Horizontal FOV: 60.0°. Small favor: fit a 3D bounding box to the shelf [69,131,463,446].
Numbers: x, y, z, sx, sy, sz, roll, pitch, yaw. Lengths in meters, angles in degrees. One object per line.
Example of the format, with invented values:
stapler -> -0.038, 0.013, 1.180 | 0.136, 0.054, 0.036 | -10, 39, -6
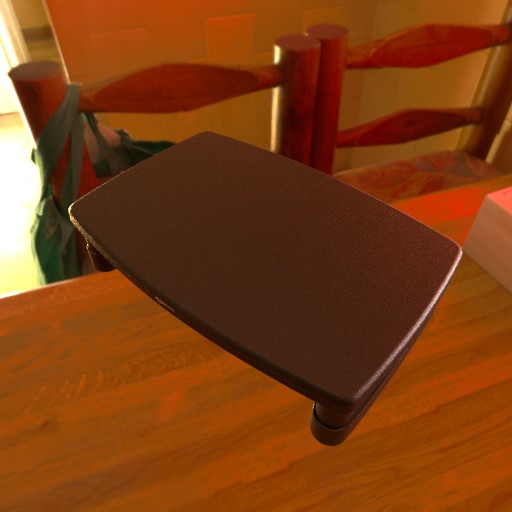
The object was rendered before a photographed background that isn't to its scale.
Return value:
shelf -> 0.000, 0.000, 0.537 | 0.410, 0.100, 0.280 | 31, 53, 27
